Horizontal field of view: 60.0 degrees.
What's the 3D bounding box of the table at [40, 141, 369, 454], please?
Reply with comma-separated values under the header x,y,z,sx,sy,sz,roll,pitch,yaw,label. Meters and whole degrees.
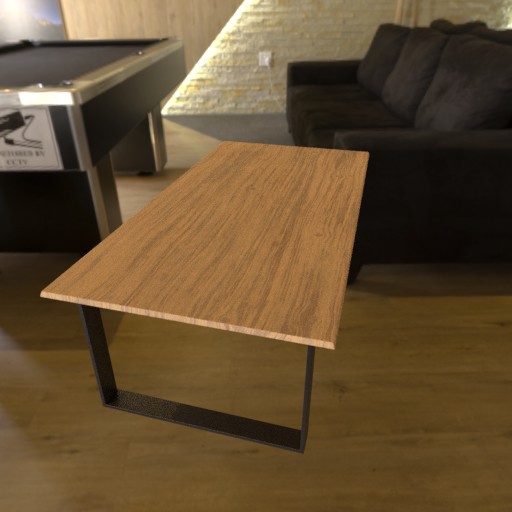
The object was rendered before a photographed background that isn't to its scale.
x,y,z,sx,sy,sz,roll,pitch,yaw,label
0.000,0.000,1.628,0.693,0.445,1.331,8,31,13,table
